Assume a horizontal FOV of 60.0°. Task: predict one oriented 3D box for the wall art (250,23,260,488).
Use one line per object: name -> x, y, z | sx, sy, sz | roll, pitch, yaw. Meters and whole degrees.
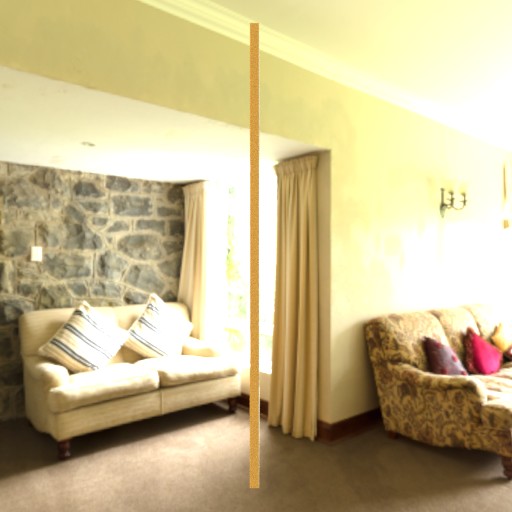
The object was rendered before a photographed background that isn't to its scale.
wall art -> 0.000, 0.000, 0.853 | 0.013, 0.656, 0.456 | 0, -1, 1
